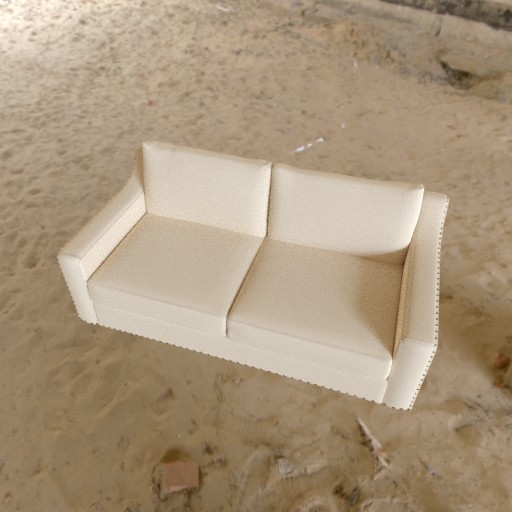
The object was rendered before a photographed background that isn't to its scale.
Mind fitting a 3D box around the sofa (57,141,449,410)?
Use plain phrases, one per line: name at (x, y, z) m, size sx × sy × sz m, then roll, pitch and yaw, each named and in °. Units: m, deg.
sofa at (0.000, 0.000, 2.364) m, size 1.812 × 0.830 × 0.949 m, roll 12°, pitch 43°, yaw 14°
